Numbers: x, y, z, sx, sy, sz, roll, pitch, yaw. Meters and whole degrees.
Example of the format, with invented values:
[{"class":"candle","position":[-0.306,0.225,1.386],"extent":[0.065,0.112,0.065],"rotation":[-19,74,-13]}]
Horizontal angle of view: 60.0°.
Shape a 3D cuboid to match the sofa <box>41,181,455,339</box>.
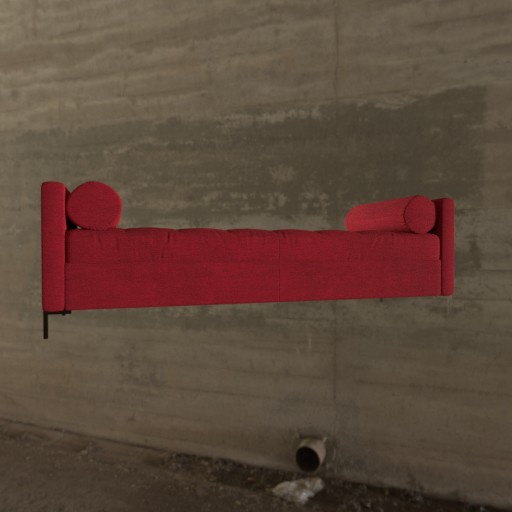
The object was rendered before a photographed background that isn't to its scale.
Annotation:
[{"class":"sofa","position":[0.000,0.000,2.353],"extent":[1.981,0.635,0.686],"rotation":[0,1,-18]}]
